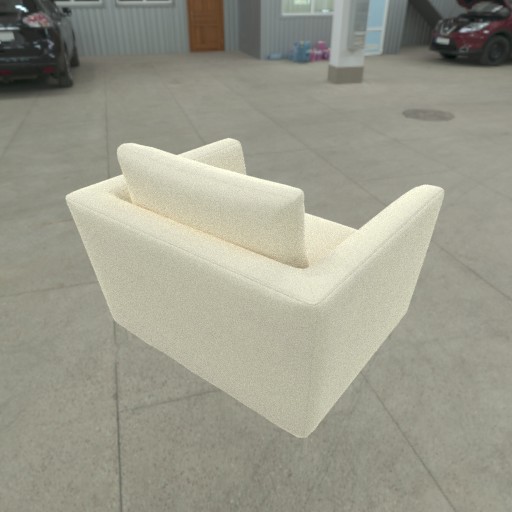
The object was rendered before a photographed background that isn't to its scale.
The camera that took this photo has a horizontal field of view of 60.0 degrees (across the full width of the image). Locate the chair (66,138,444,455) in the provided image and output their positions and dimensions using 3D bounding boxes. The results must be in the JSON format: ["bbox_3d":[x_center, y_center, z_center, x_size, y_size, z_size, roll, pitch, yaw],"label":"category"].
[{"bbox_3d":[0.000,0.000,1.675,1.041,0.865,0.889,22,37,32],"label":"chair"}]
